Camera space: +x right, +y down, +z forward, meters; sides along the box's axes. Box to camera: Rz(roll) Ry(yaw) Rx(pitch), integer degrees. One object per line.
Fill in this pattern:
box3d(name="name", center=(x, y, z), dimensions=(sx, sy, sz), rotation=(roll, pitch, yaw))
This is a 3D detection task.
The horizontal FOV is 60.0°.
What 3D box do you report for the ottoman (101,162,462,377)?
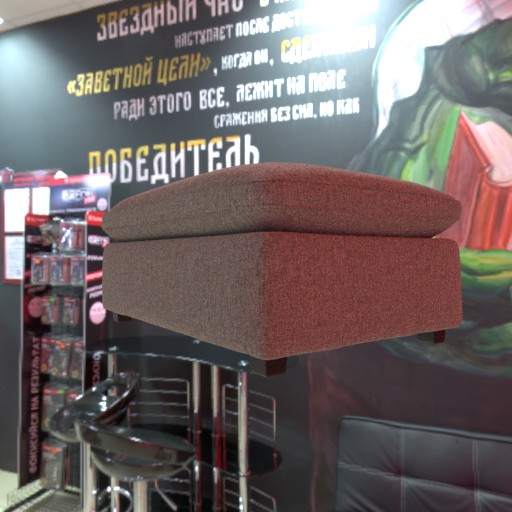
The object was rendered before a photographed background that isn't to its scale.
box3d(name="ottoman", center=(0.000, 0.000, 1.345), dimensions=(0.694, 0.451, 0.977), rotation=(0, 0, -36))
